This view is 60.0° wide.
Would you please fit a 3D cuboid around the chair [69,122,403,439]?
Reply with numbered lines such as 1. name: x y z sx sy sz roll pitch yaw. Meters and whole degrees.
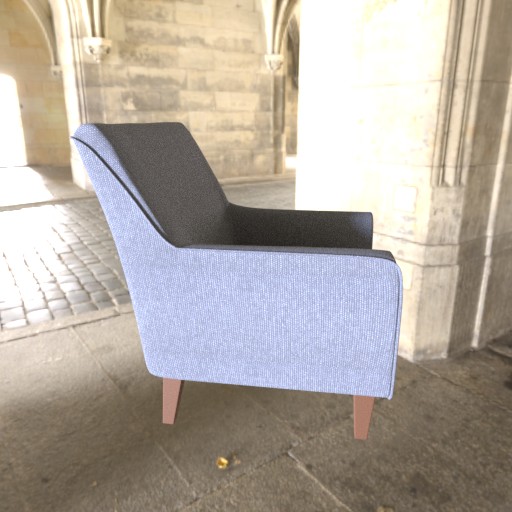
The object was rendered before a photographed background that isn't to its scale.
1. chair: 0.000 0.000 1.592 0.899 0.919 0.780 3 17 8
